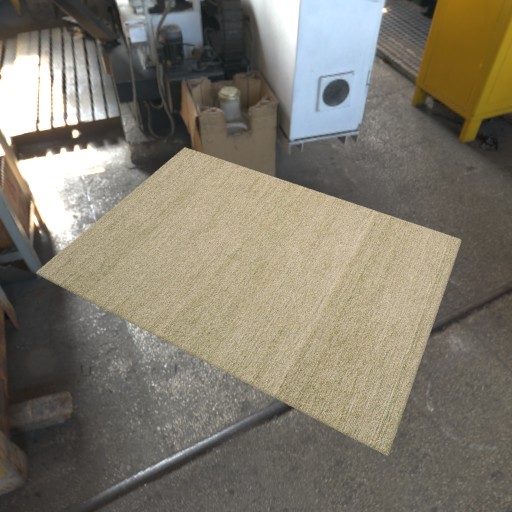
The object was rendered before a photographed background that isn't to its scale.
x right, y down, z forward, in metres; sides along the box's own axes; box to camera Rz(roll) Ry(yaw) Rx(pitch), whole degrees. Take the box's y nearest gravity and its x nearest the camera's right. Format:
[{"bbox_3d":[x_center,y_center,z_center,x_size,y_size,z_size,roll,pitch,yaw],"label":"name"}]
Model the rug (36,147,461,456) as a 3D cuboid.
[{"bbox_3d":[0.000,0.000,4.985,3.935,0.025,2.782,22,51,19],"label":"rug"}]
